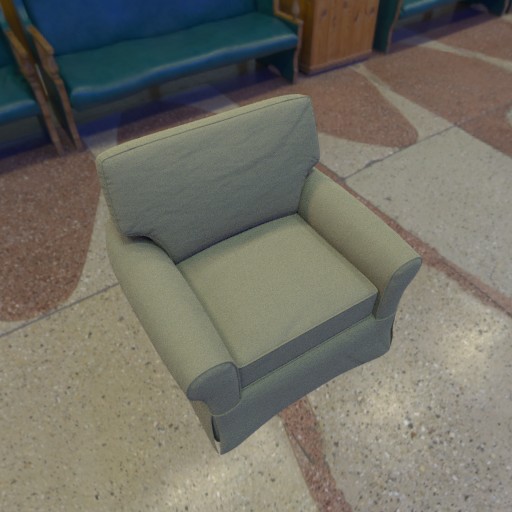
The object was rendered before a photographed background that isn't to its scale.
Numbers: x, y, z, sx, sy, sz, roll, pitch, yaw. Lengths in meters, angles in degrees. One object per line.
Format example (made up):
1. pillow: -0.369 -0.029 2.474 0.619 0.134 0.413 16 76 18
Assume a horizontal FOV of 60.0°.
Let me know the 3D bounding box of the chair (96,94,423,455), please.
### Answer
1. chair: 0.000 0.000 1.943 1.135 1.017 0.988 -24 51 -22
